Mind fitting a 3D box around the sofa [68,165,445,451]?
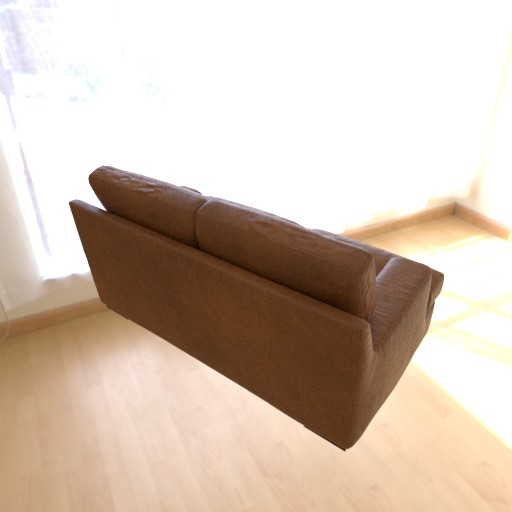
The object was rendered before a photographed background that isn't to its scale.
[{"bbox_3d":[0.000,0.000,2.532,1.880,0.966,1.144,22,37,32],"label":"sofa"}]
